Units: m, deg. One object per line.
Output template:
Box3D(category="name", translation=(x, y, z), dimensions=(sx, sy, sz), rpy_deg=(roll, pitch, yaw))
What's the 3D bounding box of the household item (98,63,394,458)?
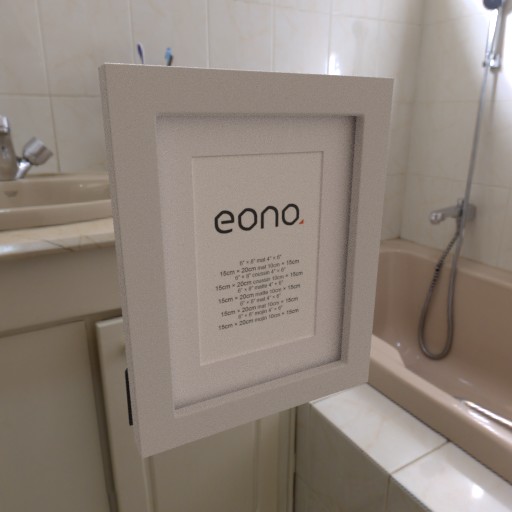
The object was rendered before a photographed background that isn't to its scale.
Box3D(category="household item", translation=(0.000, 0.000, 0.328), dimensions=(0.200, 0.250, 0.045), rpy_deg=(-9, 19, -26))
